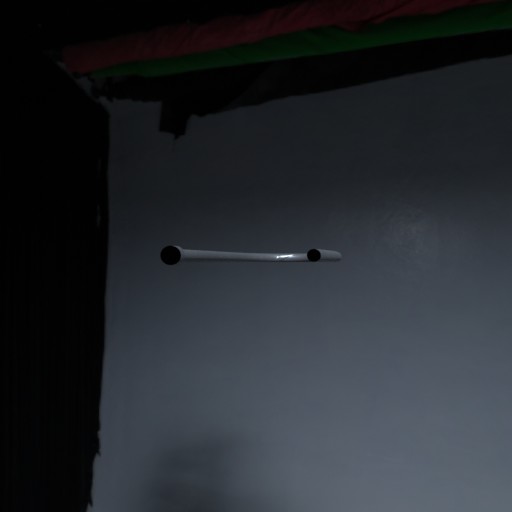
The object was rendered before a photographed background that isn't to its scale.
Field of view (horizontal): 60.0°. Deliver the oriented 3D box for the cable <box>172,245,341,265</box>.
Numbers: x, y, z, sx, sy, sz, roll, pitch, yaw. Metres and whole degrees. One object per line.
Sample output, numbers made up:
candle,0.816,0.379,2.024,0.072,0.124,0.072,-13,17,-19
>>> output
cable,0.000,0.000,0.110,0.041,0.005,0.098,0,-1,19
